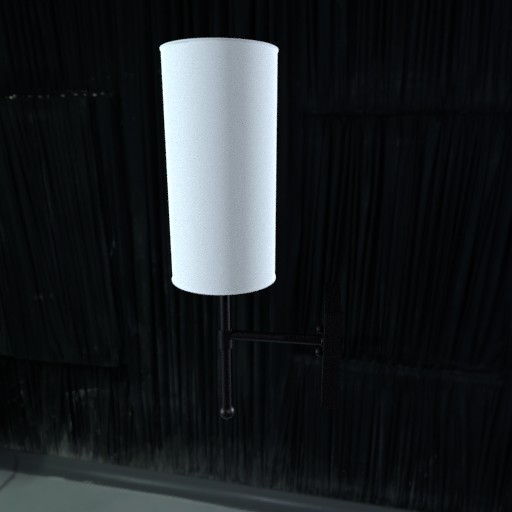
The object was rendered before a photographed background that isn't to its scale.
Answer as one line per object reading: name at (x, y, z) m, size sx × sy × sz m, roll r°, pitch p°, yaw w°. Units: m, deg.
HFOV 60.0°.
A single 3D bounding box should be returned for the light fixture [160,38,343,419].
light fixture at (0.000, 0.000, 0.538) m, size 0.208 × 0.462 × 0.128 m, roll 2°, pitch 16°, yaw 8°
